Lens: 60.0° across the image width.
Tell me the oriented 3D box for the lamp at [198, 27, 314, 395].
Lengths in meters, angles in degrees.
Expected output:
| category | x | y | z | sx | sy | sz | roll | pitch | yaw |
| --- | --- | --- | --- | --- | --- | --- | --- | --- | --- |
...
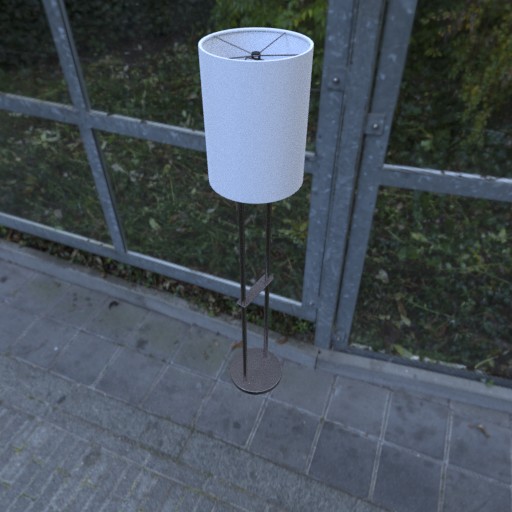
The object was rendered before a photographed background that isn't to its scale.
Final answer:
| category | x | y | z | sx | sy | sz | roll | pitch | yaw |
| --- | --- | --- | --- | --- | --- | --- | --- | --- | --- |
| lamp | 0.000 | 0.000 | 1.668 | 0.305 | 1.500 | 0.306 | 25 | 47 | 26 |
